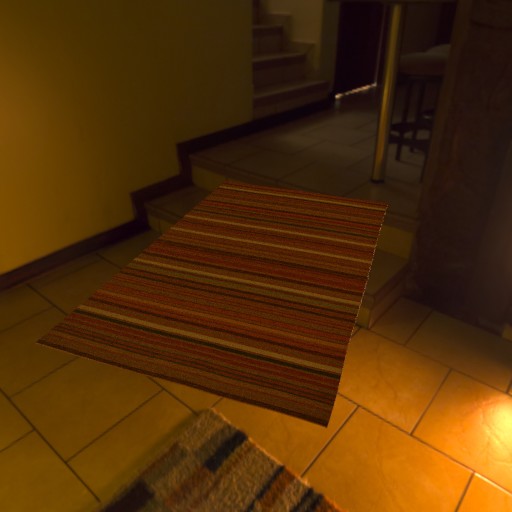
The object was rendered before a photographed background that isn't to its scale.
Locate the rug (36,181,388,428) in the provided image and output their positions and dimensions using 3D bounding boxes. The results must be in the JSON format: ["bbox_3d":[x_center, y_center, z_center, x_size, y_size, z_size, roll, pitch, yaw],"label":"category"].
[{"bbox_3d":[0.000,0.000,3.037,1.523,0.008,2.438,11,32,17],"label":"rug"}]
